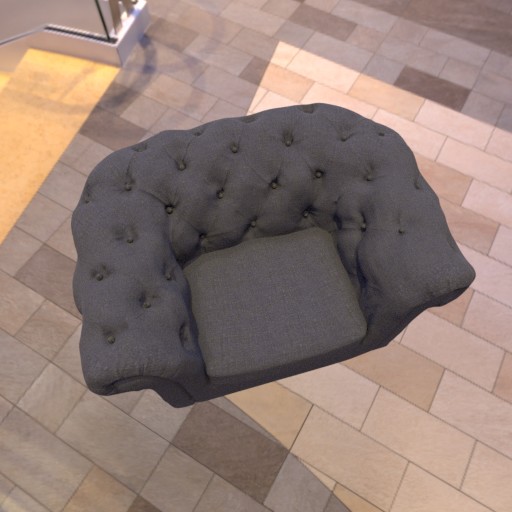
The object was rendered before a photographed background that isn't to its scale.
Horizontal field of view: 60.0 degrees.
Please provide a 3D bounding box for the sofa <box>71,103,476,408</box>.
[{"bbox_3d":[0.000,0.000,1.975,1.405,0.878,1.032,-14,64,-7],"label":"sofa"}]
